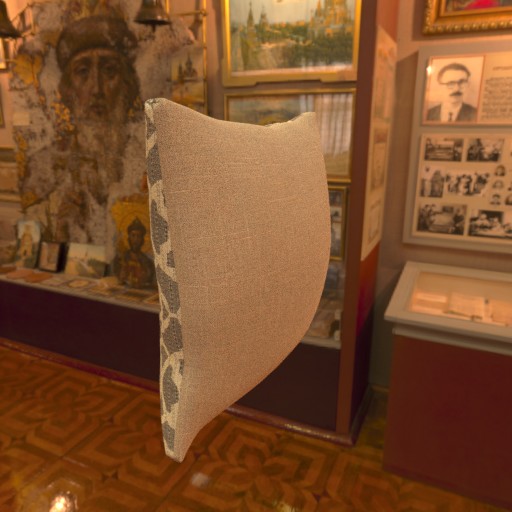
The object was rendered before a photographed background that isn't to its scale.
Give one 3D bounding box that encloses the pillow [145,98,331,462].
[{"bbox_3d":[0.000,0.000,0.779,0.215,0.498,0.508,8,18,26],"label":"pillow"}]
